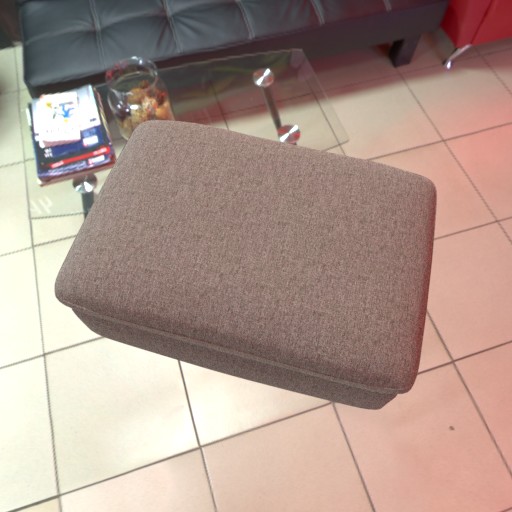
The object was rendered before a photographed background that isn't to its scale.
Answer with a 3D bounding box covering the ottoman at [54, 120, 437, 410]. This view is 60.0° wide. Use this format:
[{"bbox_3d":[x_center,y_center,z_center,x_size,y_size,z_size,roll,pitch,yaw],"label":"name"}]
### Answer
[{"bbox_3d":[0.000,0.000,1.376,0.977,0.451,0.694,14,63,7],"label":"ottoman"}]
